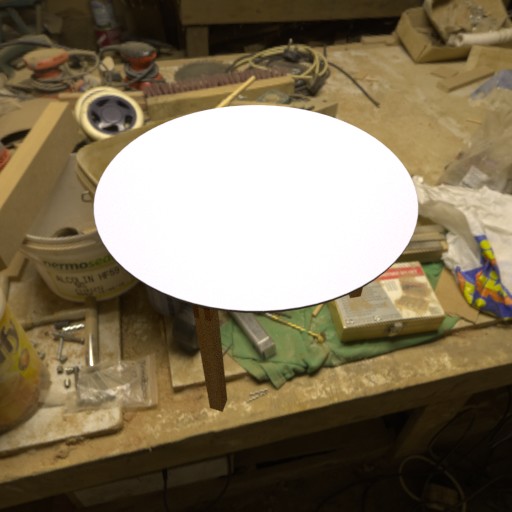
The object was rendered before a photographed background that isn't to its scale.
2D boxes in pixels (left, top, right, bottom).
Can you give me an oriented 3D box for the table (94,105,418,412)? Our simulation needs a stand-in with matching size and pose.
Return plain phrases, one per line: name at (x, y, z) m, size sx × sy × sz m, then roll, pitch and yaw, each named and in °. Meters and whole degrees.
table at (0.000, 0.000, 0.991) m, size 0.600 × 0.405 × 0.600 m, roll 0°, pitch 47°, yaw 0°
